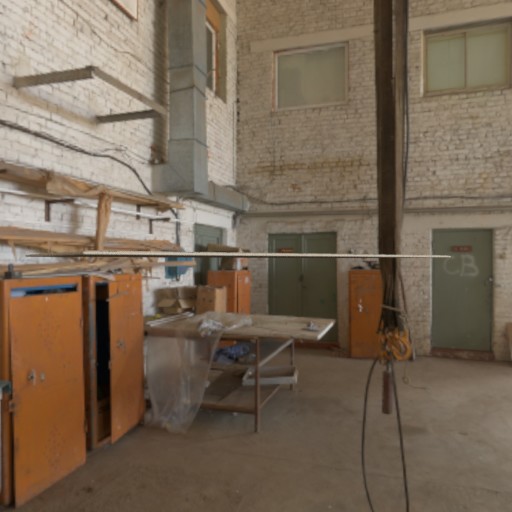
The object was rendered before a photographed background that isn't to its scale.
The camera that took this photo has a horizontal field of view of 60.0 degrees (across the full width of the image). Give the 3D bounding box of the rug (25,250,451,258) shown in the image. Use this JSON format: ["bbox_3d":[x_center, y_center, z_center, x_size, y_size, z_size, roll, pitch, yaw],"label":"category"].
[{"bbox_3d":[0.000,0.000,1.403,1.220,0.007,0.605,0,-1,-36],"label":"rug"}]
